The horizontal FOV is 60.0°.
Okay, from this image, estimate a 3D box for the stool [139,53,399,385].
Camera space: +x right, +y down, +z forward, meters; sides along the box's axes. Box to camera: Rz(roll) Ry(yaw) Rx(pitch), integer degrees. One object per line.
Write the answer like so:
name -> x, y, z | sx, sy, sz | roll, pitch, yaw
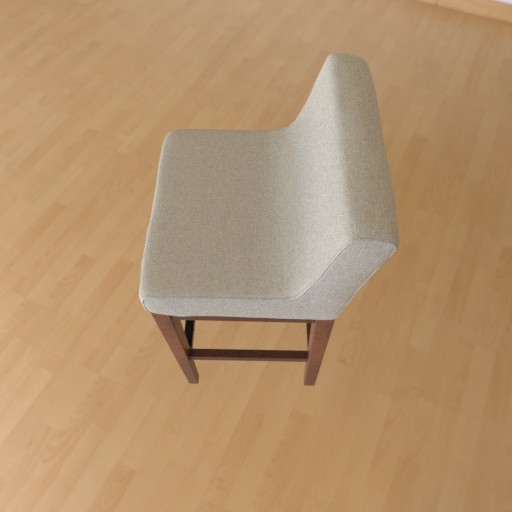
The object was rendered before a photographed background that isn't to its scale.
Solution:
stool -> 0.000, 0.000, 1.239 | 0.500, 0.937, 0.511 | 1, 59, 1
